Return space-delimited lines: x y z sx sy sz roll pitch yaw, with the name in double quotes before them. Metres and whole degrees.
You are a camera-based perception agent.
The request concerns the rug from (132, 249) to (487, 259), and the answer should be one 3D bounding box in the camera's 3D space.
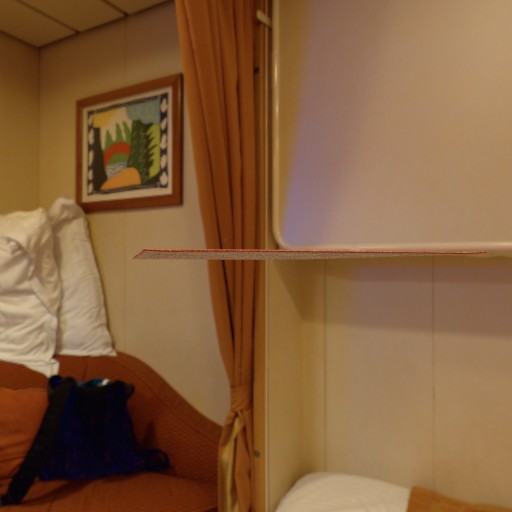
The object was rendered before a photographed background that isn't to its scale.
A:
"rug" 0.000 0.000 2.887 1.521 0.026 2.286 0 -1 -17
